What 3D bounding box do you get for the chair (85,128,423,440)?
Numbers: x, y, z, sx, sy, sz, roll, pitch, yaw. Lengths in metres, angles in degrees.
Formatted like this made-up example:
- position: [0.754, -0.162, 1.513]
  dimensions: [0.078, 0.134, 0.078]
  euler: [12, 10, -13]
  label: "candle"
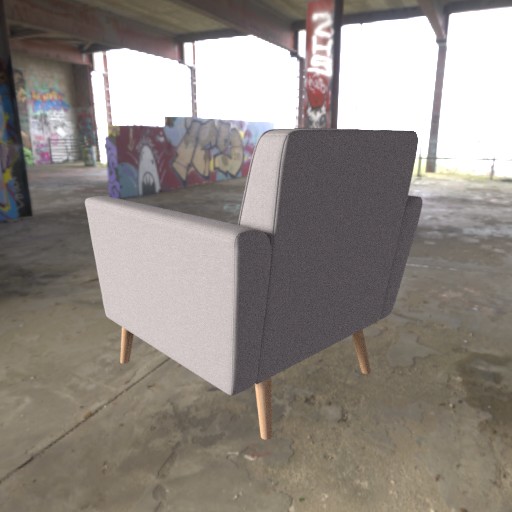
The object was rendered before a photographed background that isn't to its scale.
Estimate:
- position: [0.000, 0.000, 1.416]
  dimensions: [0.780, 0.780, 0.750]
  euler: [-14, 21, -42]
  label: "chair"
